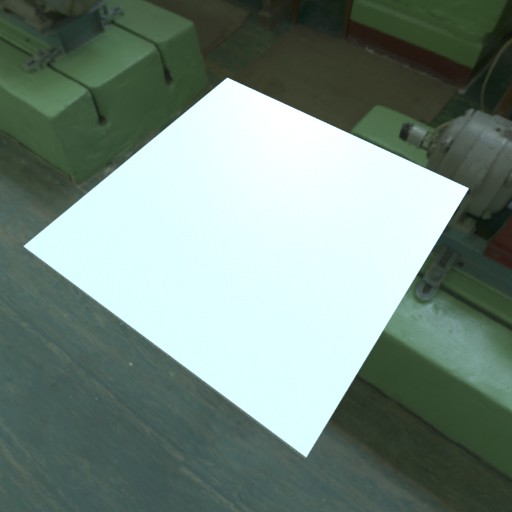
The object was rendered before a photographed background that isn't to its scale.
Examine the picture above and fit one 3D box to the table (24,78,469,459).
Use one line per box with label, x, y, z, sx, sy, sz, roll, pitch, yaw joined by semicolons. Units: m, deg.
table;0.000;0.000;1.062;0.670;0.305;0.670;31;62;18
